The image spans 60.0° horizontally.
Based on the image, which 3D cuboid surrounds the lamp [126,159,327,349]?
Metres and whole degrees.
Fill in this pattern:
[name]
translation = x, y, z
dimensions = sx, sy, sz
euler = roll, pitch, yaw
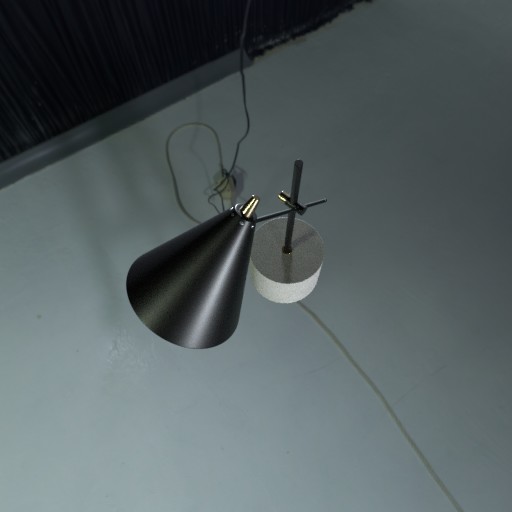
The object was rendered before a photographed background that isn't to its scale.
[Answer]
[lamp]
translation = 0.000, 0.000, 0.712
dimensions = 0.403, 0.518, 0.214
euler = -36, 69, -16
